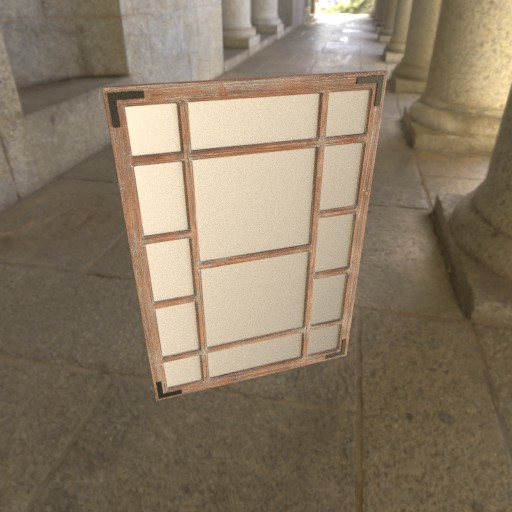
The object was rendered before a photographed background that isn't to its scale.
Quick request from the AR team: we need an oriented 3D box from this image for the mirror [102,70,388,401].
[{"bbox_3d":[0.000,0.000,1.315,0.705,0.996,0.025,-9,33,-15],"label":"mirror"}]
